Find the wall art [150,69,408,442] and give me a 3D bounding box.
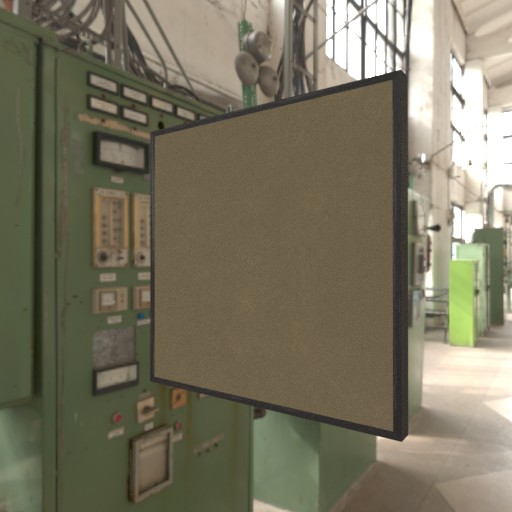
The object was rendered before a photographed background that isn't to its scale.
[{"bbox_3d":[0.000,0.000,1.143,0.762,0.758,0.043,0,0,36],"label":"wall art"}]
